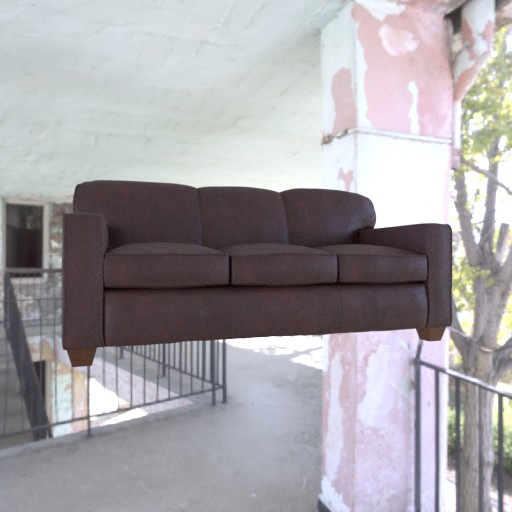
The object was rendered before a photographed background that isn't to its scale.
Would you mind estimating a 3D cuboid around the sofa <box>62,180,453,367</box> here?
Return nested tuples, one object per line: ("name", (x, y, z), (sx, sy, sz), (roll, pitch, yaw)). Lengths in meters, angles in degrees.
("sofa", (0.000, 0.000, 2.585), (2.039, 0.953, 1.008), (0, 0, -18))
